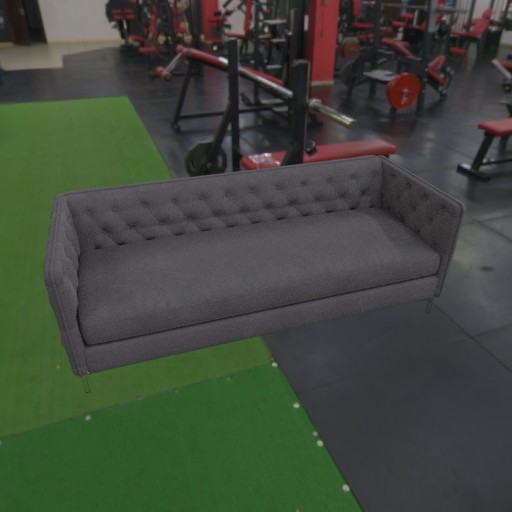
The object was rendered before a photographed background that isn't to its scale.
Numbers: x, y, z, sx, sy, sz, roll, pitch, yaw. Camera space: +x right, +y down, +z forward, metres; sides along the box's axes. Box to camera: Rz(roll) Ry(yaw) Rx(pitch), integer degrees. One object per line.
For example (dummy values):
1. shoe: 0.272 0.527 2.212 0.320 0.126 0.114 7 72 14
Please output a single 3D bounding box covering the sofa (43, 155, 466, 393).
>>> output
1. sofa: 0.000 0.000 2.679 2.209 0.771 0.895 -10 33 -15
